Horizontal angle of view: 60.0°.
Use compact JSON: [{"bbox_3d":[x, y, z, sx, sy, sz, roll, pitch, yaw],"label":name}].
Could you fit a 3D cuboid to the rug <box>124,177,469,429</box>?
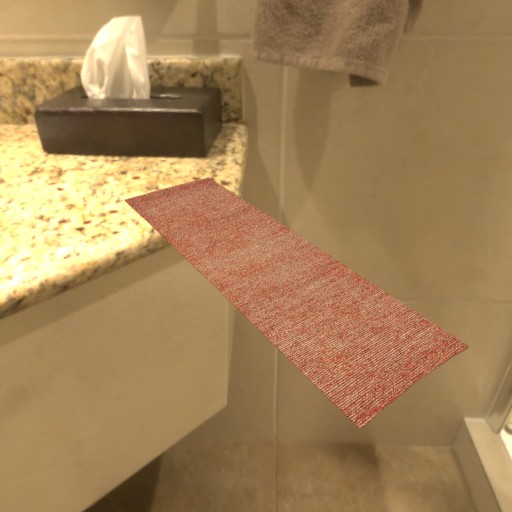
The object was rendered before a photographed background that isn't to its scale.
[{"bbox_3d":[0.000,0.000,2.619,0.718,0.013,2.353,-21,39,-29],"label":"rug"}]
